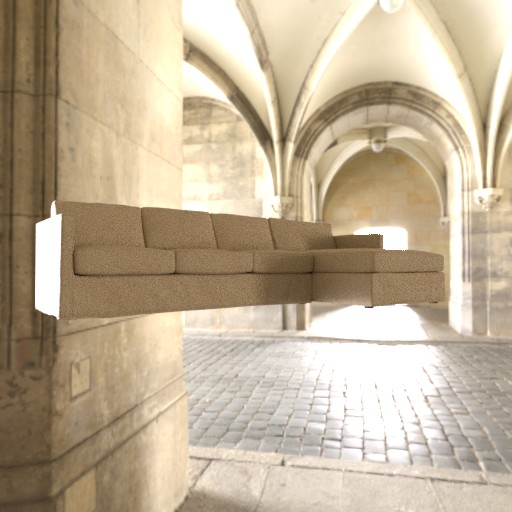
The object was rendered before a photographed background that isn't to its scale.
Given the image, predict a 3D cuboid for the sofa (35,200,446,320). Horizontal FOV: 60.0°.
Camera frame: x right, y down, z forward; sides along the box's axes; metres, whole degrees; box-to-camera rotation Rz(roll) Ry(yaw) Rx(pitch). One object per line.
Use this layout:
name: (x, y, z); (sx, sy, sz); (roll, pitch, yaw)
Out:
sofa: (0.000, 0.000, 3.810); (3.206, 0.871, 1.622); (1, -2, -36)
